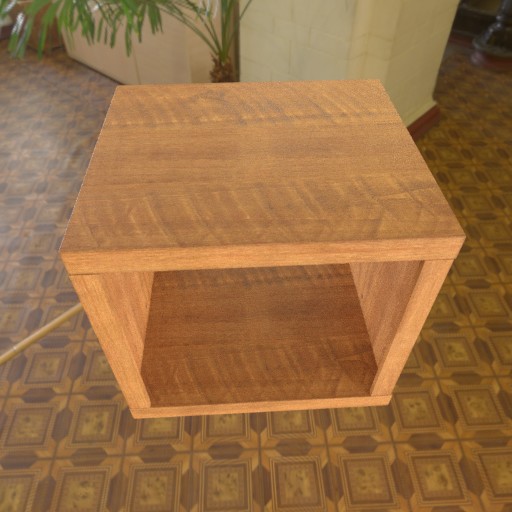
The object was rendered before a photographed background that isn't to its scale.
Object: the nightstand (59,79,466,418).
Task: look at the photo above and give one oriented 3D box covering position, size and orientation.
[{"bbox_3d":[0.000,0.000,0.856,0.493,0.491,0.436,-2,46,-2],"label":"nightstand"}]
